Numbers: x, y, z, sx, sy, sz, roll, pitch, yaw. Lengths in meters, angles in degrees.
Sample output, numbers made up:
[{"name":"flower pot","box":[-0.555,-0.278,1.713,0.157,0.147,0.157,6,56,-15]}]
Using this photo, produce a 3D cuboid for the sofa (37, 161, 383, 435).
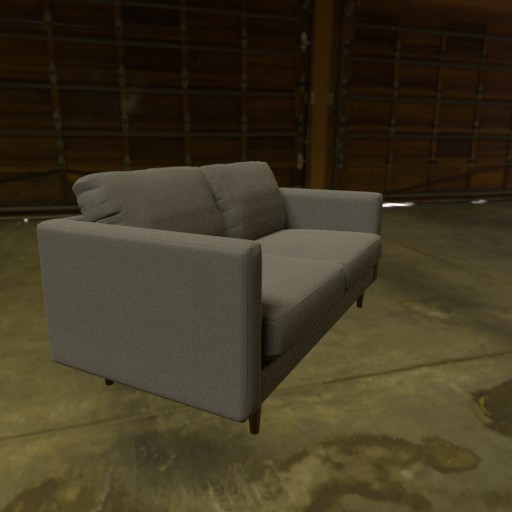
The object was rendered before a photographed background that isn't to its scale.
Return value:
[{"name":"sofa","box":[0.000,0.000,2.180,0.940,0.866,1.713,7,16,27]}]
